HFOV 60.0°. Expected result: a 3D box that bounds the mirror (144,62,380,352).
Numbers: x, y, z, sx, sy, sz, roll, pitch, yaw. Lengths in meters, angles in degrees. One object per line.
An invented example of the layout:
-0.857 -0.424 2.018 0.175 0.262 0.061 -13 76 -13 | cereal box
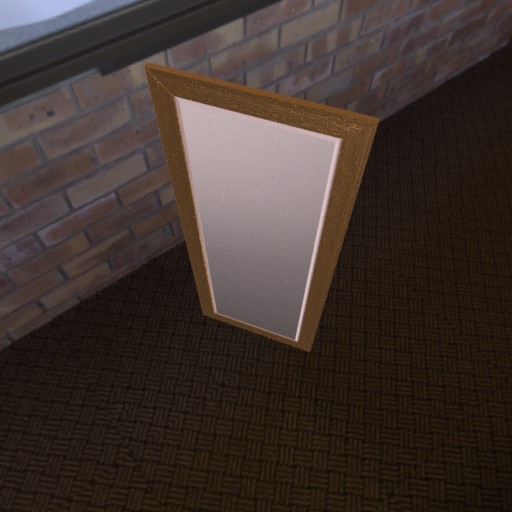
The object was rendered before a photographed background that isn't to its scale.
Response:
0.000 0.000 2.310 0.812 2.031 0.025 18 60 11 | mirror
